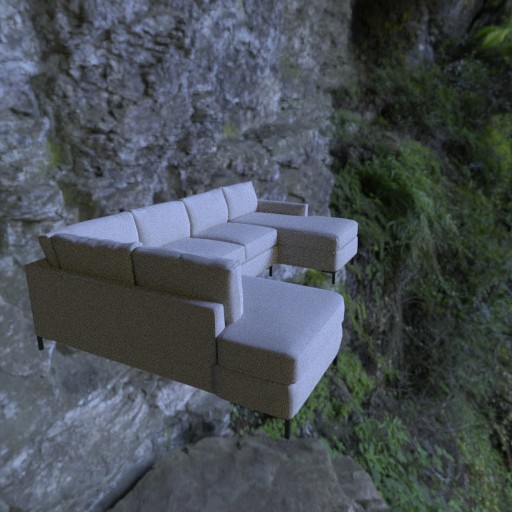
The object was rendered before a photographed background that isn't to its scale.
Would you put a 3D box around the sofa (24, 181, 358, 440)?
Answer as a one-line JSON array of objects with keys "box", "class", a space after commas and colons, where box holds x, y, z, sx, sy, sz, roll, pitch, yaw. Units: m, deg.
[{"box": [0.000, 0.000, 3.766, 1.989, 0.862, 2.984, 9, 20, 26], "class": "sofa"}]
